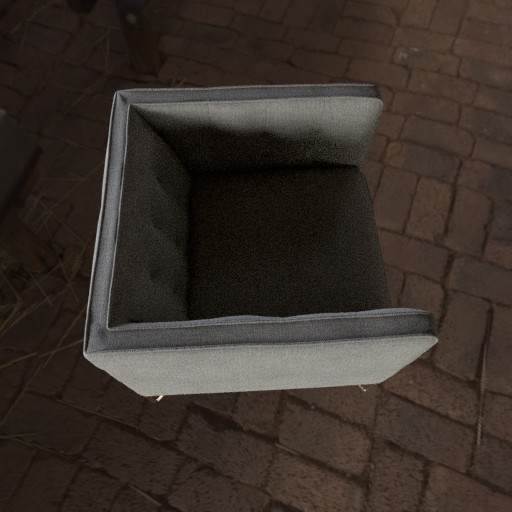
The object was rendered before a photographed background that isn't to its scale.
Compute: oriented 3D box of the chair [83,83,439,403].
[{"bbox_3d":[0.000,0.000,1.634,0.912,0.799,0.920,-3,64,-1],"label":"chair"}]
